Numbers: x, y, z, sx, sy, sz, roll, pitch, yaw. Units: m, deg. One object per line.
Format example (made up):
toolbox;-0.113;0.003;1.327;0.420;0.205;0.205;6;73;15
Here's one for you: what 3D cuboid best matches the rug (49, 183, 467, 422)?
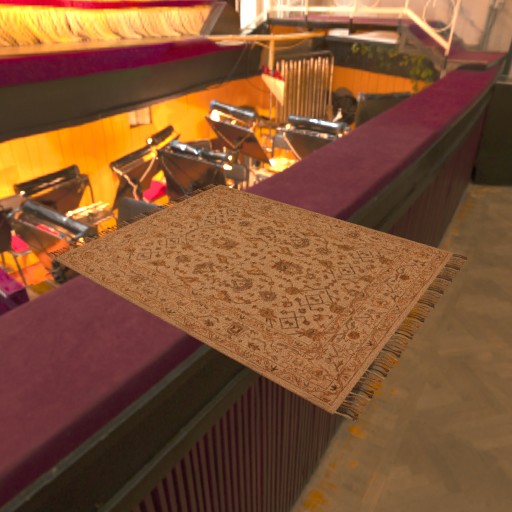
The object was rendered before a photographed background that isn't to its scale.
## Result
rug;0.000;0.000;2.252;1.726;0.009;1.278;21;36;32
